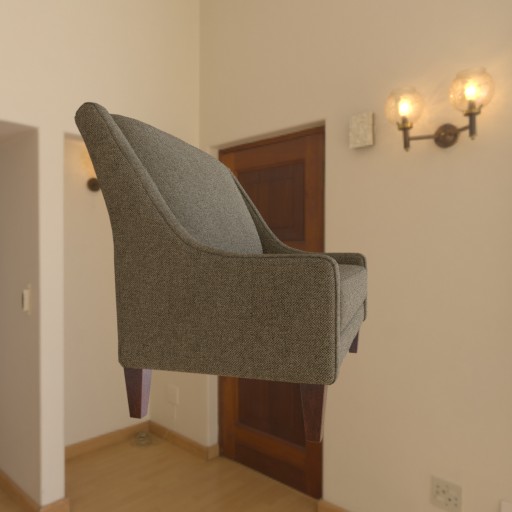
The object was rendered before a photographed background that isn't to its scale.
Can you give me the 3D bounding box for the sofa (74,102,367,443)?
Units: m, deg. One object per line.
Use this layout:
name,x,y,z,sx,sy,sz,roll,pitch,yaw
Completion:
sofa,0.000,0.000,1.893,0.870,1.021,1.242,0,1,18
